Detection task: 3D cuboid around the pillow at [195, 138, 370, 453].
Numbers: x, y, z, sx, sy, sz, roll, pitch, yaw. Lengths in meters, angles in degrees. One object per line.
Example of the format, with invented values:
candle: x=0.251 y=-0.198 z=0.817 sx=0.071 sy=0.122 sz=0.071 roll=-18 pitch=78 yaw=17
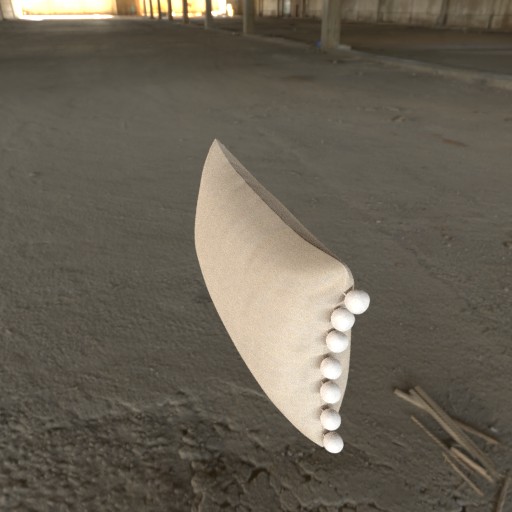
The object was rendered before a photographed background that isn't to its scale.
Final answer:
pillow: x=0.000 y=0.000 z=0.854 sx=0.201 sy=0.322 sz=0.709 roll=-9 pitch=31 yaw=-15
